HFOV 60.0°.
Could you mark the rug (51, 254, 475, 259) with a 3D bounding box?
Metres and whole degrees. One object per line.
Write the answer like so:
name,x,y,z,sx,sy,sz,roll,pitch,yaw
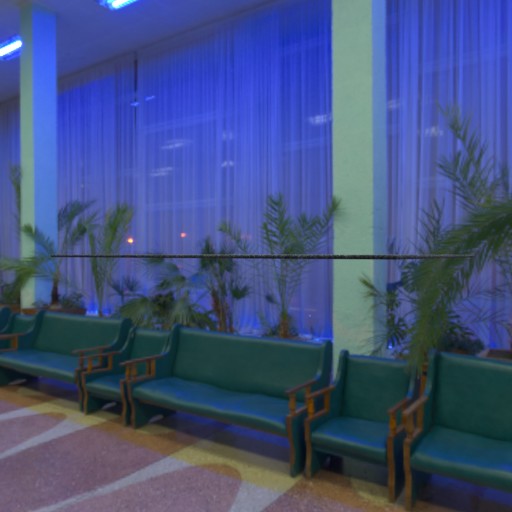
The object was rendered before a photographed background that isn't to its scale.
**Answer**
rug,0.000,0.000,2.872,2.330,0.017,1.478,0,0,36
